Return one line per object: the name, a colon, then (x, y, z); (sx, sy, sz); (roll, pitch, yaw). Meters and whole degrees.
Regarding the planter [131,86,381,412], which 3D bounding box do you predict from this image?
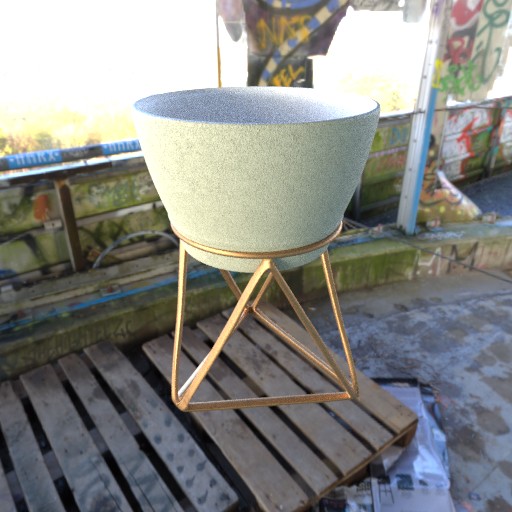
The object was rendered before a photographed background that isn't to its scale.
planter: (0.000, 0.000, 0.754); (0.350, 0.504, 0.350); (-19, 33, -32)
